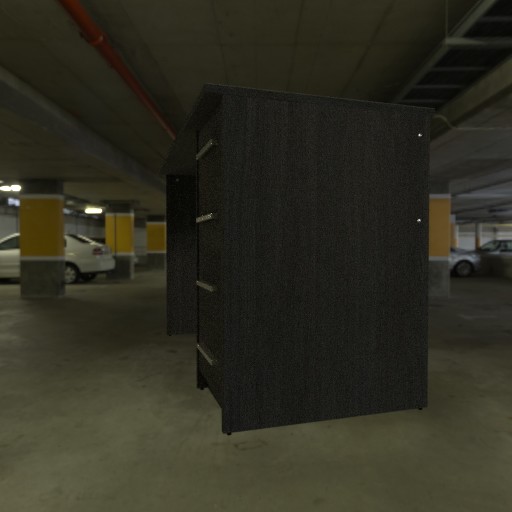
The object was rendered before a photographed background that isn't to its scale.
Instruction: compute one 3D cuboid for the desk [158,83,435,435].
[{"bbox_3d":[0.000,0.000,1.514,0.560,0.730,1.096,0,1,-17],"label":"desk"}]
